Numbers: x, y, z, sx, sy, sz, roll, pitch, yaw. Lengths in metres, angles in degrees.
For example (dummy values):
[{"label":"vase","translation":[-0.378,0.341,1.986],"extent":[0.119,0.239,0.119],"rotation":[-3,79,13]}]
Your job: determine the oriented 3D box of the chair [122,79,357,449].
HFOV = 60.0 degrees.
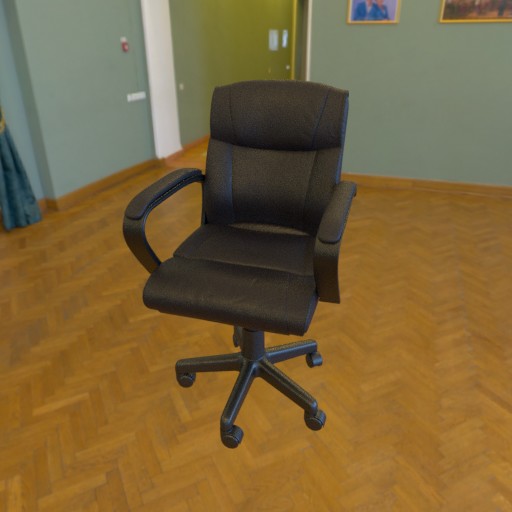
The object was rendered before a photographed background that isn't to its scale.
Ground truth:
[{"label":"chair","translation":[0.000,0.000,1.399],"extent":[0.576,0.998,0.641],"rotation":[8,27,16]}]
